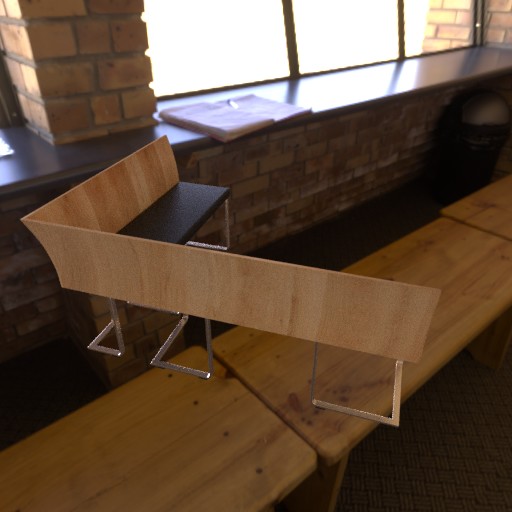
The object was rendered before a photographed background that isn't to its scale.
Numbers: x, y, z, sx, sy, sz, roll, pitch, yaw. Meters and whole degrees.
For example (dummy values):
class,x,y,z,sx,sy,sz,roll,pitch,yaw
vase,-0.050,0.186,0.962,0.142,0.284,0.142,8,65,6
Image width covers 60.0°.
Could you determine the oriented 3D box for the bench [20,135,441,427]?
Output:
class,x,y,z,sx,sy,sz,roll,pitch,yaw
bench,0.000,0.000,2.764,1.945,0.930,1.495,10,33,15
